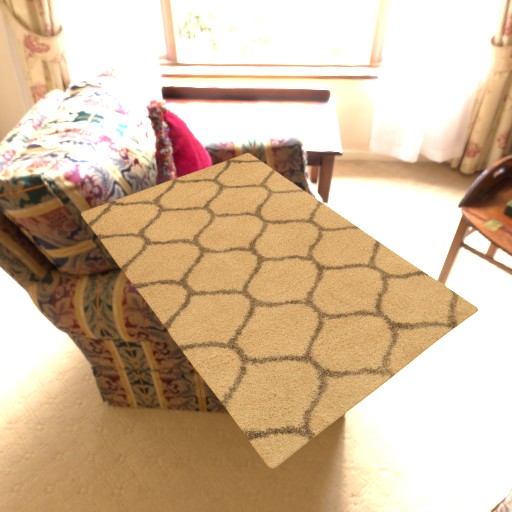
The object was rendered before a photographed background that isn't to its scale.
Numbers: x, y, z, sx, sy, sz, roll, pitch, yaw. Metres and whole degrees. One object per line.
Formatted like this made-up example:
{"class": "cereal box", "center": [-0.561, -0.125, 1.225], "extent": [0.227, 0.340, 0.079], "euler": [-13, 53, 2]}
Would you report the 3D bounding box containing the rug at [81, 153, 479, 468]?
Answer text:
{"class": "rug", "center": [0.000, 0.000, 3.430], "extent": [1.801, 0.026, 2.701], "euler": [-26, 48, -26]}
